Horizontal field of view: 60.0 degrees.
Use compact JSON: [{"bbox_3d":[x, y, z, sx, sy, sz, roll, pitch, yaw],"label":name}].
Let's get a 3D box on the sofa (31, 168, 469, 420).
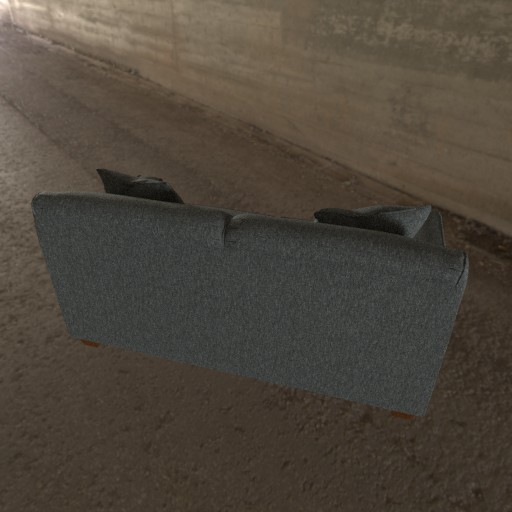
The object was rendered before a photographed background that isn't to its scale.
[{"bbox_3d":[0.000,0.000,2.354,1.846,0.958,0.998,9,34,14],"label":"sofa"}]
